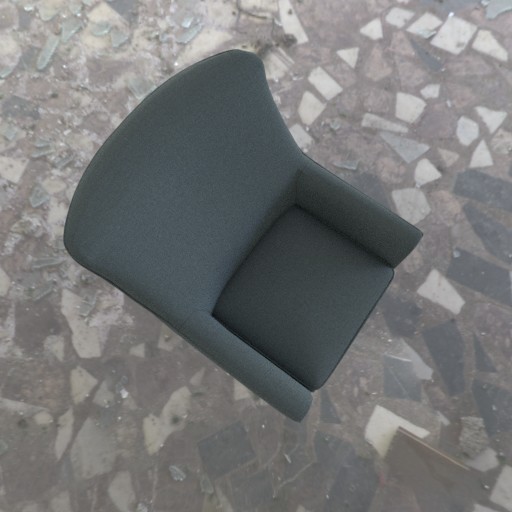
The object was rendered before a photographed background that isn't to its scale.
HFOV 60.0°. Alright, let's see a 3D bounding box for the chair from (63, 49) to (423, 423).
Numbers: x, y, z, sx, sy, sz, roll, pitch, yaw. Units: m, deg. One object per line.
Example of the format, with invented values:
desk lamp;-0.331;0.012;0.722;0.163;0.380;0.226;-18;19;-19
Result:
chair;0.000;0.000;1.544;0.879;0.916;0.756;35;76;10
